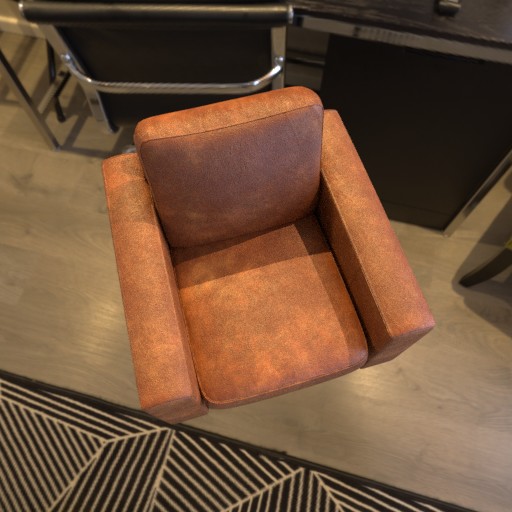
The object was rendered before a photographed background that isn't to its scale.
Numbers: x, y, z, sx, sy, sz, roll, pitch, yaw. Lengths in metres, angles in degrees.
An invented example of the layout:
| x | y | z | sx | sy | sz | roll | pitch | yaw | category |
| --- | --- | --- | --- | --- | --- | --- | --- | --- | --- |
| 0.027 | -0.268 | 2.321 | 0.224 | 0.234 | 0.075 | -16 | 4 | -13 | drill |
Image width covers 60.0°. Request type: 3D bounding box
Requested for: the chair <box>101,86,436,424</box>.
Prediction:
| x | y | z | sx | sy | sz | roll | pitch | yaw | category |
| --- | --- | --- | --- | --- | --- | --- | --- | --- | --- |
| 0.000 | 0.000 | 1.715 | 1.005 | 0.873 | 1.016 | -14 | 66 | -7 | chair |
